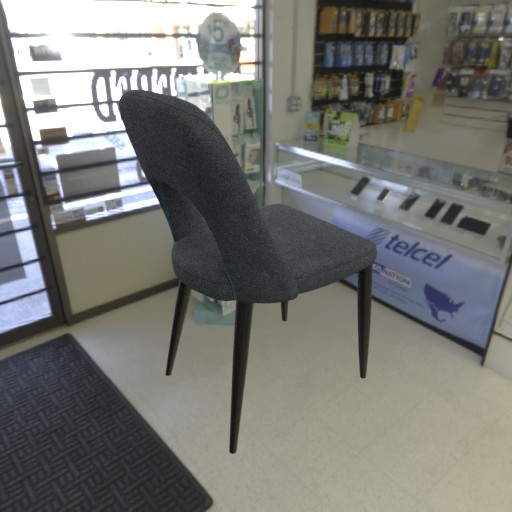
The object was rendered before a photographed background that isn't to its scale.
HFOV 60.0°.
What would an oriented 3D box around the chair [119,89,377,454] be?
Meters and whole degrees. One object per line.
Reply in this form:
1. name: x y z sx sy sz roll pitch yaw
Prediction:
1. chair: 0.000 0.000 1.285 0.612 0.931 0.470 -18 31 -32
